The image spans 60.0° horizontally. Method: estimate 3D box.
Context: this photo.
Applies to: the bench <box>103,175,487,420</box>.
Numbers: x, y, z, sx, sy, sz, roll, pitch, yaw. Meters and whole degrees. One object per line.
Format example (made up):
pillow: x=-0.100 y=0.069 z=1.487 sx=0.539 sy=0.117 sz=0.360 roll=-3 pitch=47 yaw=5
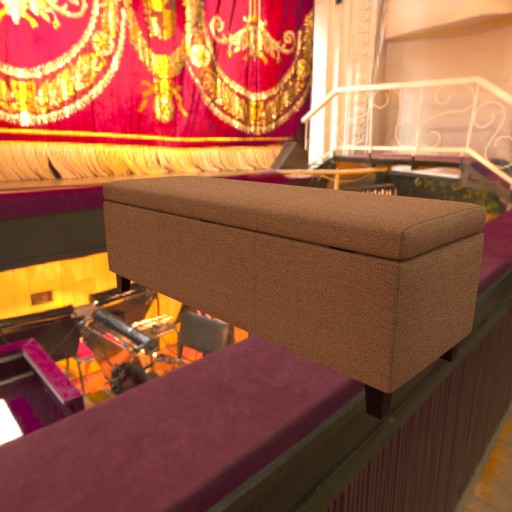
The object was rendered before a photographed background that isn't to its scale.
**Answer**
bench: x=0.000 y=0.000 z=1.455 sx=0.446 sy=0.438 sz=1.269 roll=-14 pitch=20 yaw=-42
